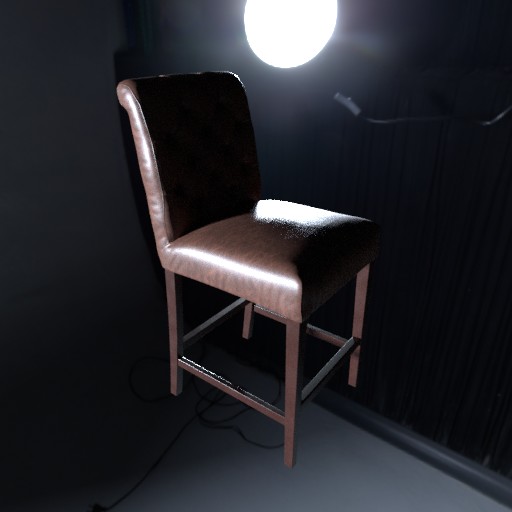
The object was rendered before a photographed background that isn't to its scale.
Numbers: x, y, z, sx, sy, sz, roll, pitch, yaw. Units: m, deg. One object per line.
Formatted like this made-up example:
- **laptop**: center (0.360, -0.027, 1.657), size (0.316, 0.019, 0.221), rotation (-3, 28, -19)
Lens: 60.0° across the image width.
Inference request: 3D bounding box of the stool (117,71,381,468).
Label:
- **stool**: center (0.000, 0.000, 1.450), size (0.660, 1.084, 0.486), rotation (18, 32, 33)
